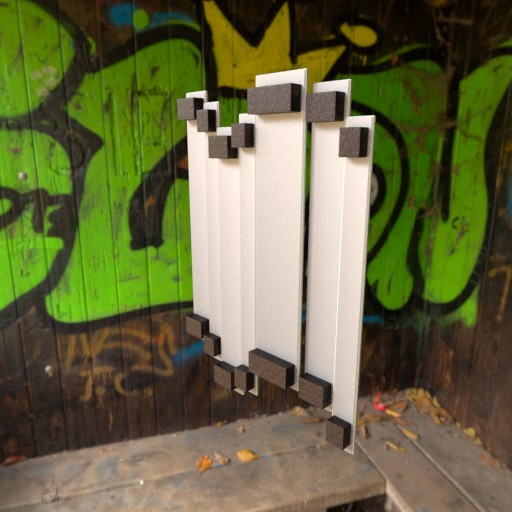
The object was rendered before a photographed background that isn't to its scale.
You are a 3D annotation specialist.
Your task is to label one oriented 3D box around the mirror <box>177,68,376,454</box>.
[{"bbox_3d":[0.000,0.000,0.805,0.445,0.611,0.058,14,20,43],"label":"mirror"}]
